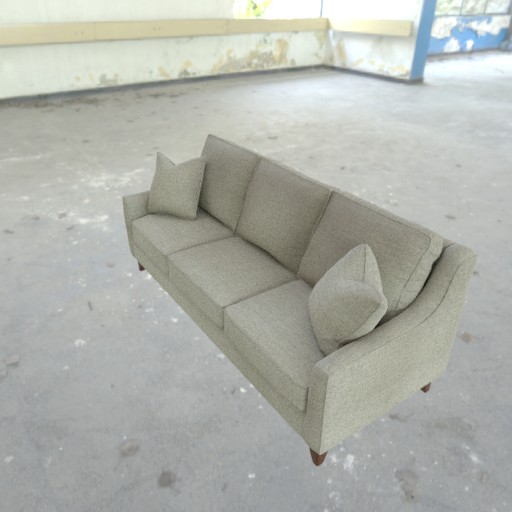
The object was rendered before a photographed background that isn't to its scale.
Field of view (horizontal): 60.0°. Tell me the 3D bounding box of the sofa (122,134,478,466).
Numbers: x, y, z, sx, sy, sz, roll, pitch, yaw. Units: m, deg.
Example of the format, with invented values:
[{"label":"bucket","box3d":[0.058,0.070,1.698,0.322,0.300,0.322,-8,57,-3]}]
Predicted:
[{"label":"sofa","box3d":[0.000,0.000,2.509,0.865,0.914,2.031,-20,36,-30]}]
